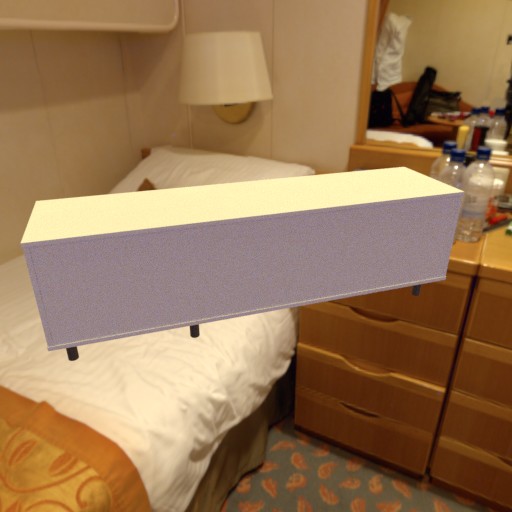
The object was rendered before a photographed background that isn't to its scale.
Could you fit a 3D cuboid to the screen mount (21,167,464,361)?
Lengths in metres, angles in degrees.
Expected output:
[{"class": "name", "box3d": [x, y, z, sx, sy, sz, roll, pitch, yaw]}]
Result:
[{"class": "screen mount", "box3d": [0.000, 0.000, 1.825, 1.600, 0.520, 0.418, -8, 27, -16]}]
